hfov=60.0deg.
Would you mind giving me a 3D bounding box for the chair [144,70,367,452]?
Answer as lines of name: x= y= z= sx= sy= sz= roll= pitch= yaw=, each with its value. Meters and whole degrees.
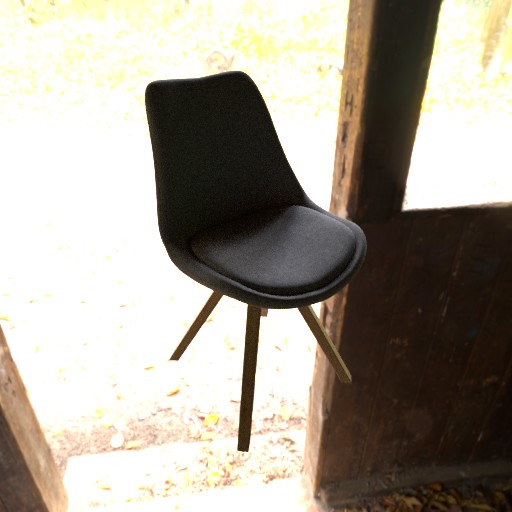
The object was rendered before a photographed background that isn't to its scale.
chair: x=0.000 y=0.000 z=1.216 sx=0.483 sy=0.865 sz=0.550 roll=-22 pitch=38 yaw=-31
